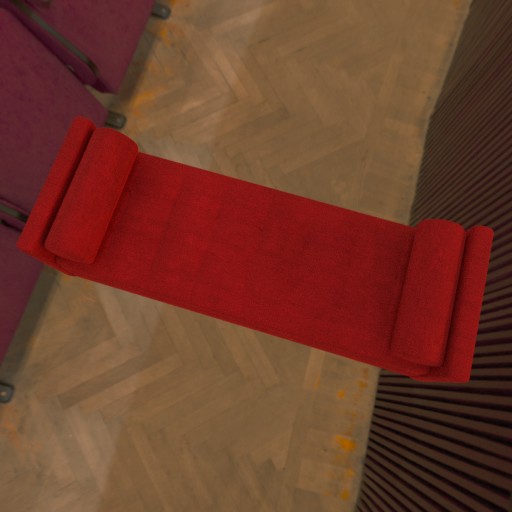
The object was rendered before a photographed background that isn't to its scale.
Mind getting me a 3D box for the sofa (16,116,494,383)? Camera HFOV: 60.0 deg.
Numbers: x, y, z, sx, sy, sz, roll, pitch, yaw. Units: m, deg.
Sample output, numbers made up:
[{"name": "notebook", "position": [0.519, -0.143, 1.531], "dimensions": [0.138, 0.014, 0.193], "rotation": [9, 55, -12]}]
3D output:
[{"name": "sofa", "position": [0.000, 0.000, 2.214], "dimensions": [1.981, 0.635, 0.686], "rotation": [16, 75, 4]}]
